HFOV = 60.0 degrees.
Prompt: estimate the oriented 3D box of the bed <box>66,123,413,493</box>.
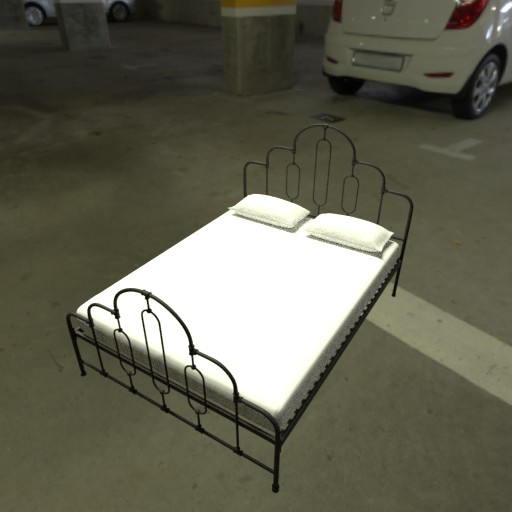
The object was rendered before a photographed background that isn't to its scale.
[{"bbox_3d":[0.000,0.000,3.223,1.640,1.429,2.163,18,36,27],"label":"bed"}]
